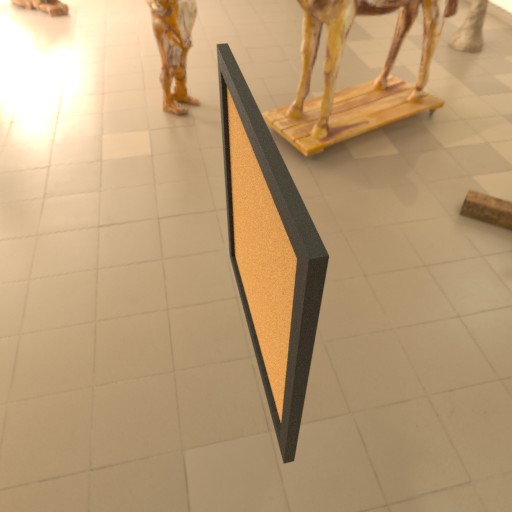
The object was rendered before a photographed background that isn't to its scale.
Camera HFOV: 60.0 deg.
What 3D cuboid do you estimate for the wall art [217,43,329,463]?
[{"bbox_3d":[0.000,0.000,1.501,0.038,1.016,1.016,-9,47,-9],"label":"wall art"}]
